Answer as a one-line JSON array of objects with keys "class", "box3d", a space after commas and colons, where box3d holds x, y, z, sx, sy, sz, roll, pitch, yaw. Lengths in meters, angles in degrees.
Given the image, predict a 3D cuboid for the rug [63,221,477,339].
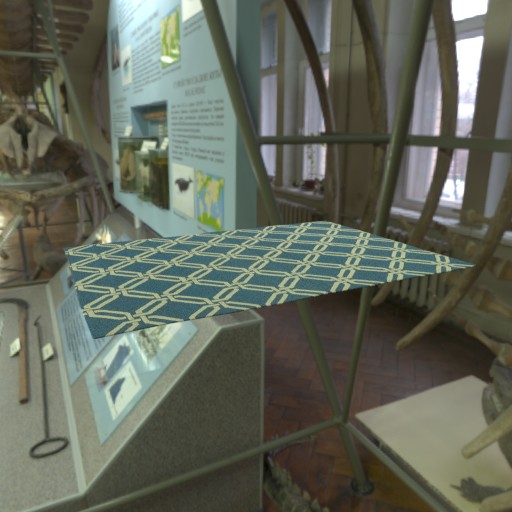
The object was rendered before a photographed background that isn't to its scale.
[{"class": "rug", "box3d": [0.000, 0.000, 2.761, 2.135, 0.013, 1.524, -8, 17, -26]}]
